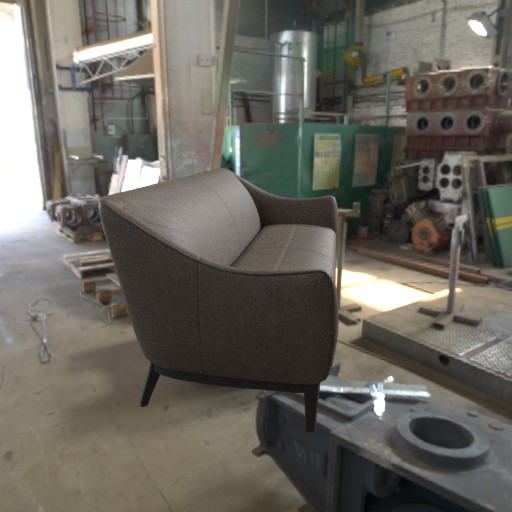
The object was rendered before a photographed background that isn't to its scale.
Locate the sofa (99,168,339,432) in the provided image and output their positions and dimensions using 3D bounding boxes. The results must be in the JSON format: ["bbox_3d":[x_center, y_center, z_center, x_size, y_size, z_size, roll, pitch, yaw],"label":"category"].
[{"bbox_3d":[0.000,0.000,2.382,0.869,0.831,1.928,3,15,10],"label":"sofa"}]
